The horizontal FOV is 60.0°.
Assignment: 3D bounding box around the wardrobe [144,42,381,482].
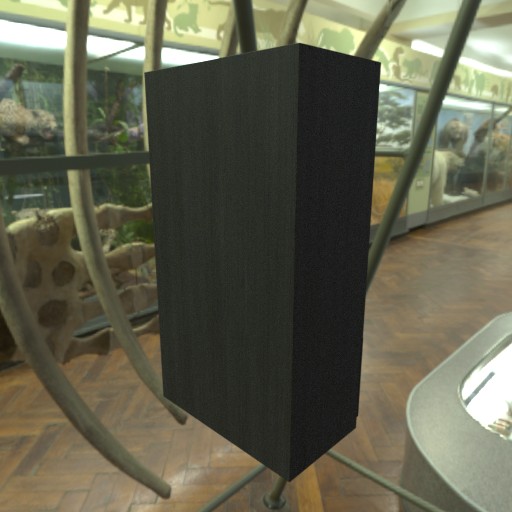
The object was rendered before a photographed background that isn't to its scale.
[{"bbox_3d":[0.000,0.000,2.290,0.991,1.808,0.577,14,20,43],"label":"wardrobe"}]
